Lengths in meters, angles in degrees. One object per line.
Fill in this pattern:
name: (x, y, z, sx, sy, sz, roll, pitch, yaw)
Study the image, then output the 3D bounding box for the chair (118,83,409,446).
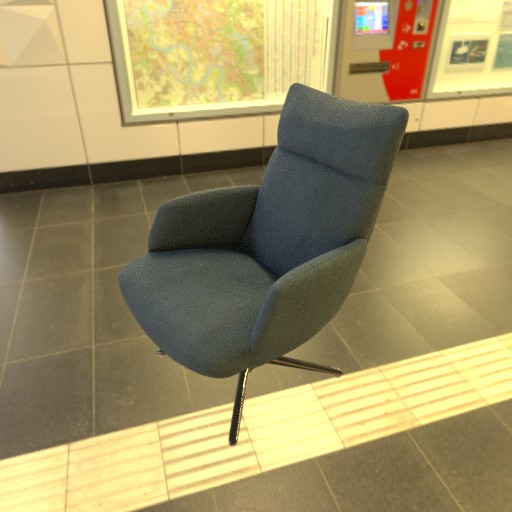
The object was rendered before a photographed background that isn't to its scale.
chair: (0.000, 0.000, 1.578, 0.889, 1.016, 0.711, -22, 38, -31)
